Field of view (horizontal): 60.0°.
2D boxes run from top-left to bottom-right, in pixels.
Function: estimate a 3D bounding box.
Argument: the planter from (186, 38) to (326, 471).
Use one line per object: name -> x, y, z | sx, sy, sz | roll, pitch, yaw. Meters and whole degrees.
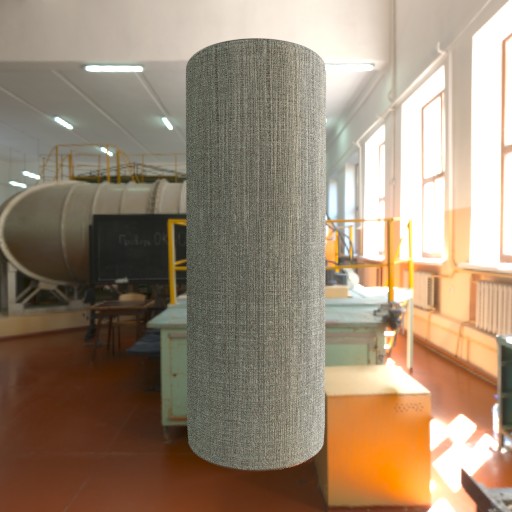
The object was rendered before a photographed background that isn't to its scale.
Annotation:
planter -> 0.000, 0.000, 0.323 | 0.100, 0.270, 0.100 | 1, 2, 35
